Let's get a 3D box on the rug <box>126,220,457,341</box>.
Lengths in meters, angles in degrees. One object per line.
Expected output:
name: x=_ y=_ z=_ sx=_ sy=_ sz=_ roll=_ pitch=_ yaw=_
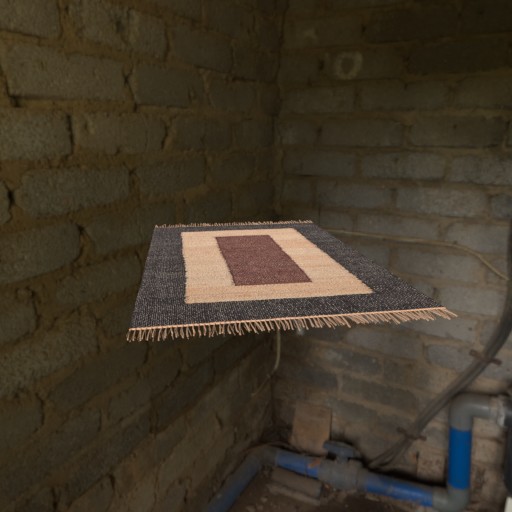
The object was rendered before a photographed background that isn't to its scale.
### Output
rug: x=0.000 y=0.000 z=2.534 sx=1.224 sy=0.027 sz=2.021 roll=-3 pitch=15 yaw=-9
